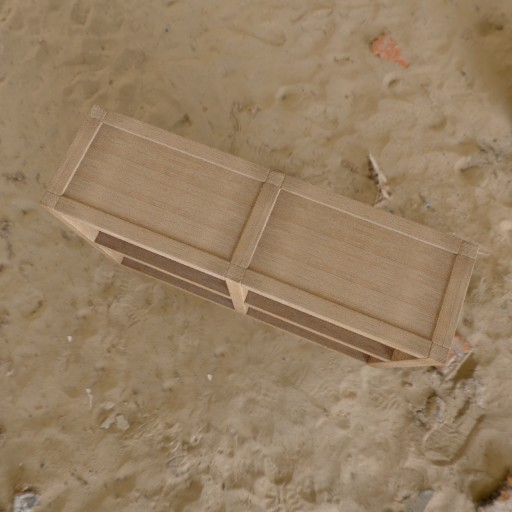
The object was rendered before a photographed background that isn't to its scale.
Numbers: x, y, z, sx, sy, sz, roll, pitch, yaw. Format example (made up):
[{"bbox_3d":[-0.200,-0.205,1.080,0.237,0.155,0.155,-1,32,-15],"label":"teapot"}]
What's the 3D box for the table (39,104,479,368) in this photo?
[{"bbox_3d":[0.000,0.000,1.727,1.320,0.762,0.381,21,76,6],"label":"table"}]
